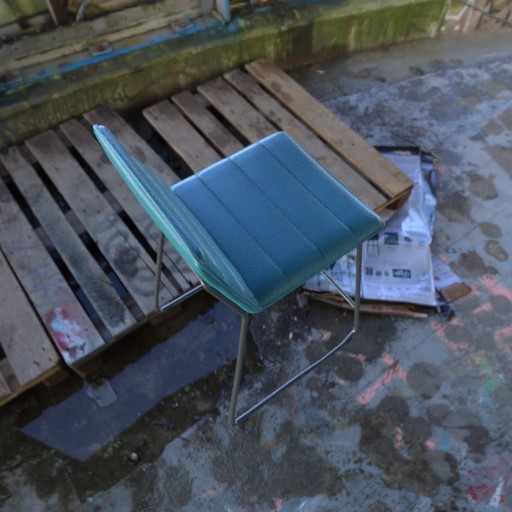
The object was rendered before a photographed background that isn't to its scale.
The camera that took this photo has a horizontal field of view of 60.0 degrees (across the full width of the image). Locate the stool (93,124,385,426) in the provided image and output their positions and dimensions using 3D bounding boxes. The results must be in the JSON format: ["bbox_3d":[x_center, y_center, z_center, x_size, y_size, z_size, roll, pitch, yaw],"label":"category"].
[{"bbox_3d":[0.000,0.000,1.173,0.524,0.866,0.489,-31,62,-19],"label":"stool"}]
